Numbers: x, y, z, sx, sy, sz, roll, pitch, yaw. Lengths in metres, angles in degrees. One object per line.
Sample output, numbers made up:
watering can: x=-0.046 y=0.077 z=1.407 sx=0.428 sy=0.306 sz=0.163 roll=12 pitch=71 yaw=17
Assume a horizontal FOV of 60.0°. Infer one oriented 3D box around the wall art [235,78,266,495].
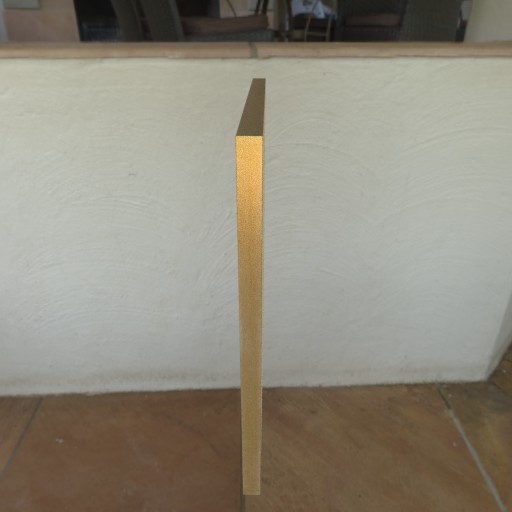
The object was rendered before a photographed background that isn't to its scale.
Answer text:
wall art: x=0.000 y=0.000 z=1.115 sx=0.037 sy=0.760 sz=0.762 roll=1 pitch=27 yaw=1
